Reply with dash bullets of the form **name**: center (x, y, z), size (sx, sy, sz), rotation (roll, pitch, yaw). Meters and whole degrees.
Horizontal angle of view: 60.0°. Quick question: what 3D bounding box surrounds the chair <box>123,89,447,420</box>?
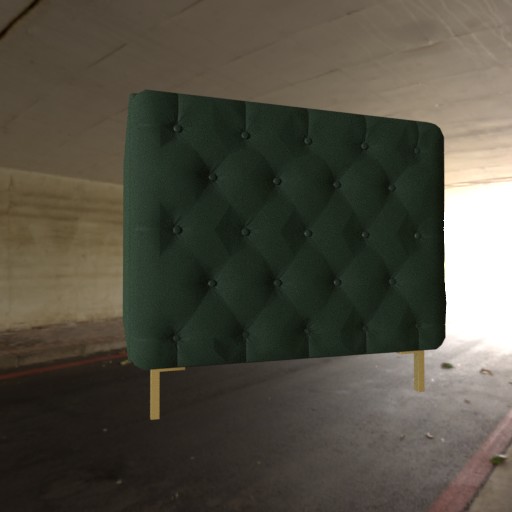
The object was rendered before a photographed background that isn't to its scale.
- **chair**: center (0.000, 0.000, 1.506), size (0.855, 0.768, 0.917), rotation (0, -1, -18)
